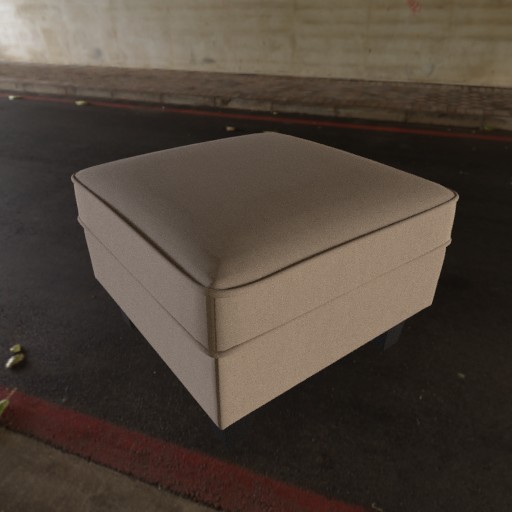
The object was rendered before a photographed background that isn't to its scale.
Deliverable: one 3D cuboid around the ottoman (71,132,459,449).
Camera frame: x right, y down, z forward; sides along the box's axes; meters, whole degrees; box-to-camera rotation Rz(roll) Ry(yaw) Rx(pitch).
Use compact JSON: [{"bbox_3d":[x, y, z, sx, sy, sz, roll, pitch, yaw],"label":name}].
[{"bbox_3d":[0.000,0.000,1.020,0.613,0.438,0.616,-20,36,-31],"label":"ottoman"}]
